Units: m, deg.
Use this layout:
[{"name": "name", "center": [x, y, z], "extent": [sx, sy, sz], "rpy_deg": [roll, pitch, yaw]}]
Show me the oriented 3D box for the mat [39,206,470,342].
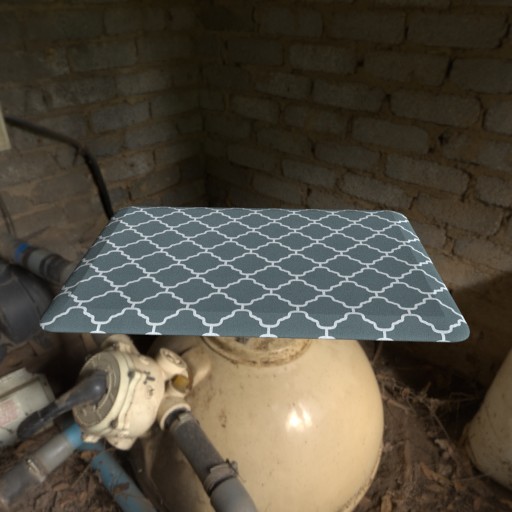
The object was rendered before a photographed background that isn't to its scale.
[{"name": "mat", "center": [0.000, 0.000, 0.970], "extent": [0.762, 0.021, 0.508], "rpy_deg": [1, 31, 2]}]
